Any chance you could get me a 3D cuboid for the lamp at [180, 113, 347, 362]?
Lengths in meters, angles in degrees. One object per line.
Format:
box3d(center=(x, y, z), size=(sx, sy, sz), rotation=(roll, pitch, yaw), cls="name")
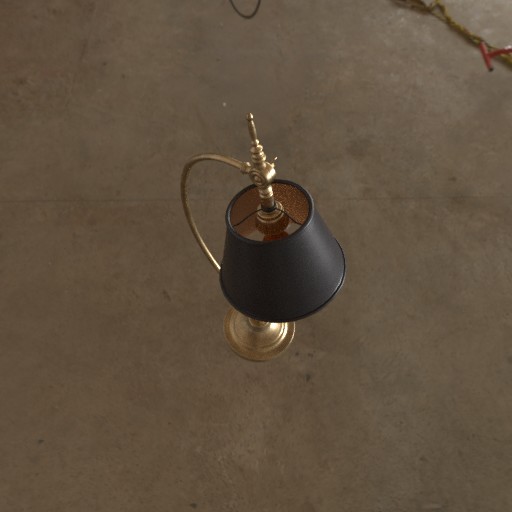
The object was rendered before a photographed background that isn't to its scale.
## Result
box3d(center=(0.000, 0.000, 0.845), size=(0.344, 0.675, 0.235), rotation=(32, 64, 17), cls="lamp")
